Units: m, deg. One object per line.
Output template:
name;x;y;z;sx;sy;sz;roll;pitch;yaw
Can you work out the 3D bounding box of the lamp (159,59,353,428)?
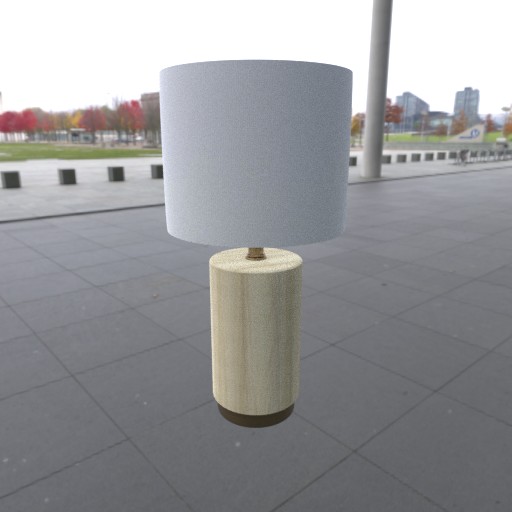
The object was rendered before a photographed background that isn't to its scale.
lamp;0.000;0.000;0.584;0.228;0.444;0.228;-7;17;-25
